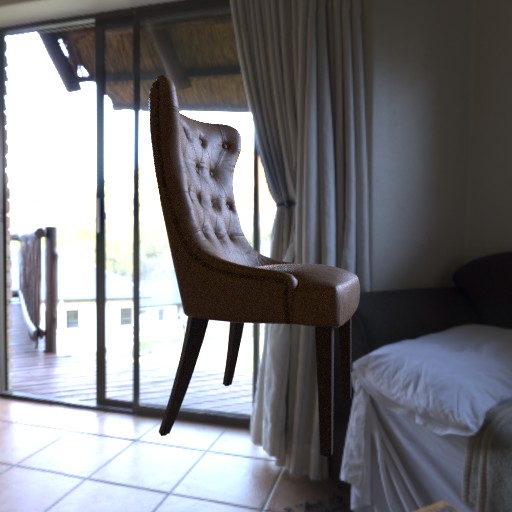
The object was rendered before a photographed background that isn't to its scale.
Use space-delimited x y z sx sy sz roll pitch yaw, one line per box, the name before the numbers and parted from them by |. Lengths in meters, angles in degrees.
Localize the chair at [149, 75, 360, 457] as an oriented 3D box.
chair | 0.000 0.000 1.500 0.669 1.065 0.611 0 1 18
